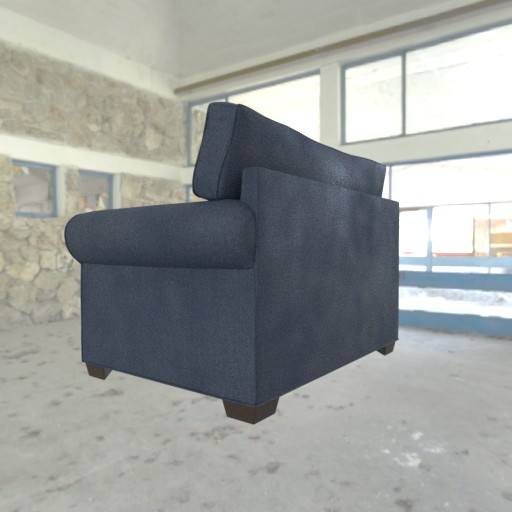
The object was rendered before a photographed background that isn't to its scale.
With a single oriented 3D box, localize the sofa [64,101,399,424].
[{"bbox_3d":[0.000,0.000,2.082,0.938,1.004,1.405,1,1,37],"label":"sofa"}]
